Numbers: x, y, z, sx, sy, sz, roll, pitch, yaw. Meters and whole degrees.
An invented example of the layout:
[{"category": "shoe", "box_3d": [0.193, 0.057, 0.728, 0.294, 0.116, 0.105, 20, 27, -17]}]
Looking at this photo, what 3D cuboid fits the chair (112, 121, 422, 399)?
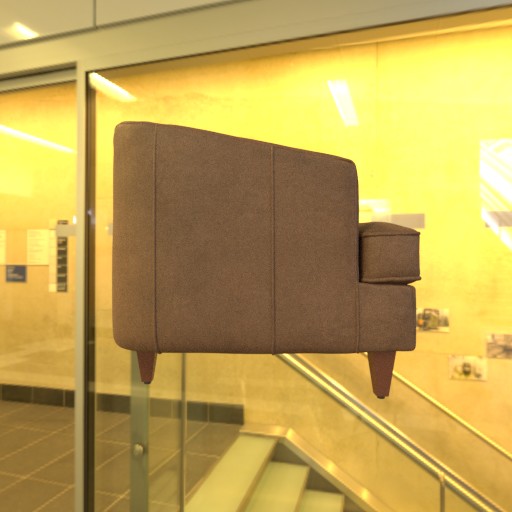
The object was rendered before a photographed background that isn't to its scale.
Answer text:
[{"category": "chair", "box_3d": [0.000, 0.000, 1.694, 0.914, 0.787, 1.118, 0, -1, -1]}]
